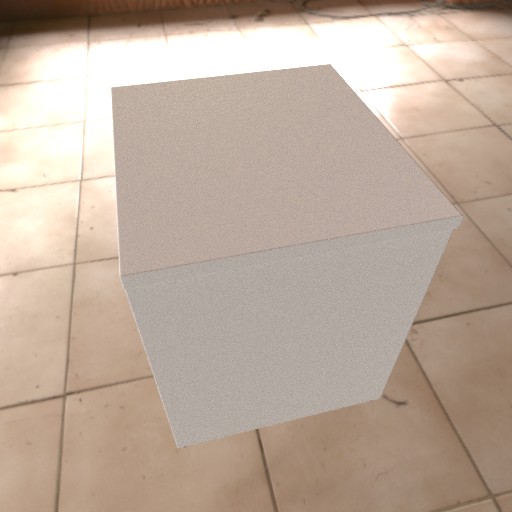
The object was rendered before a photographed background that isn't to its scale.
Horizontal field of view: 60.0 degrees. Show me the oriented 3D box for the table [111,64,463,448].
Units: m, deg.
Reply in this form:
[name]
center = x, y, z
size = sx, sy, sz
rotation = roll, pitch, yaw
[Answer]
[table]
center = 0.000, 0.000, 0.773
size = 0.380, 0.460, 0.420
rotation = -10, 47, -10
